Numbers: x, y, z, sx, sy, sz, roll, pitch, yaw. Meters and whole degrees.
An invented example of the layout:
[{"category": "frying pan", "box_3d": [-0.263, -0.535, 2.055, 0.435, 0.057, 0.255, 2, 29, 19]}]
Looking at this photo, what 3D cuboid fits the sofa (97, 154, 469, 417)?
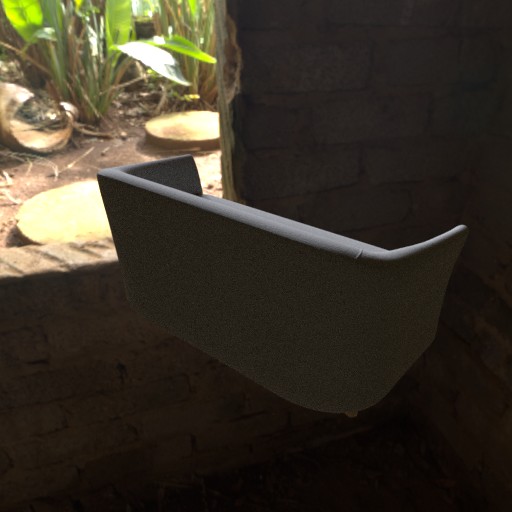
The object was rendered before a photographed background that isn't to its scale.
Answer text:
[{"category": "sofa", "box_3d": [0.000, 0.000, 1.875, 1.452, 0.721, 0.705, 21, 36, 32]}]
